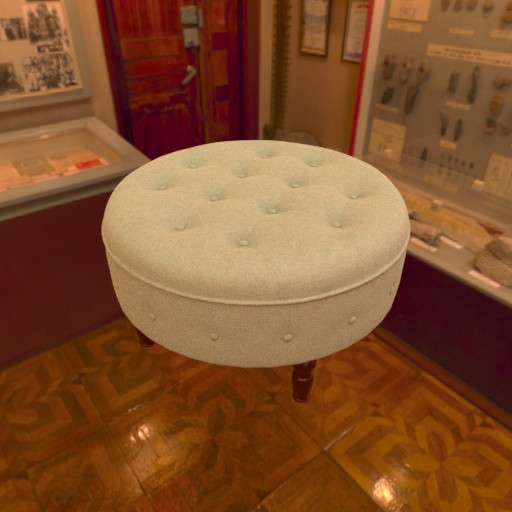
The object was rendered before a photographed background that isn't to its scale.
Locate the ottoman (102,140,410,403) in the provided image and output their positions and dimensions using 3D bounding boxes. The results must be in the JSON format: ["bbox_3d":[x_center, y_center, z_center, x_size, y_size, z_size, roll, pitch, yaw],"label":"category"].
[{"bbox_3d":[0.000,0.000,1.358,0.849,0.478,0.849,0,34,0],"label":"ottoman"}]
